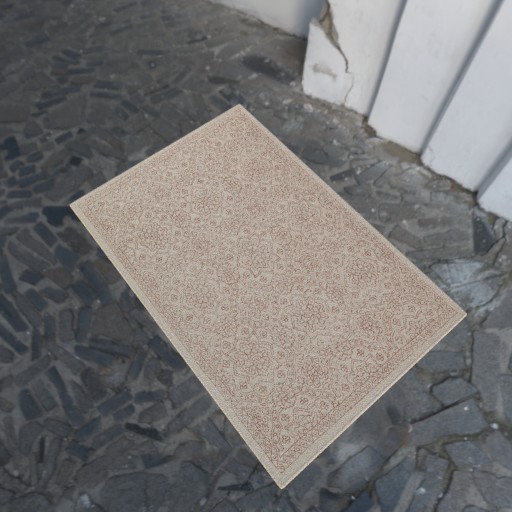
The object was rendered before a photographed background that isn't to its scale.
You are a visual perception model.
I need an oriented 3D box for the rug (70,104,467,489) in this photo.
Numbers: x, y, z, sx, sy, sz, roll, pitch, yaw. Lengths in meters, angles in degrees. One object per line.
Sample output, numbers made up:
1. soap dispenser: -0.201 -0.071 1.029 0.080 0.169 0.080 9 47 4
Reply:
1. rug: 0.000 0.000 2.343 1.219 0.010 1.829 -36 69 -17
